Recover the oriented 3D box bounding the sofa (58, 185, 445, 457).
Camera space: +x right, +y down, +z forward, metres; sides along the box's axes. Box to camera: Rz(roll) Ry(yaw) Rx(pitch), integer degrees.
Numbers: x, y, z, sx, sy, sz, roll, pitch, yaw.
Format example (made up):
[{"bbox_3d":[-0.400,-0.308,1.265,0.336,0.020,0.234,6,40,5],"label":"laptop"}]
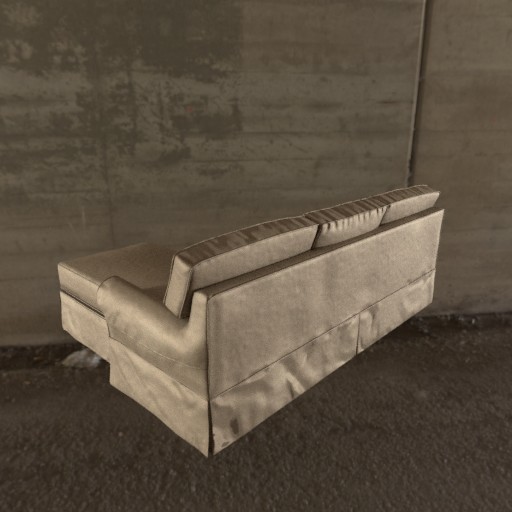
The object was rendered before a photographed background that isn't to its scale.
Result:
[{"bbox_3d":[0.000,0.000,3.225,1.733,0.978,2.475,17,24,41],"label":"sofa"}]
